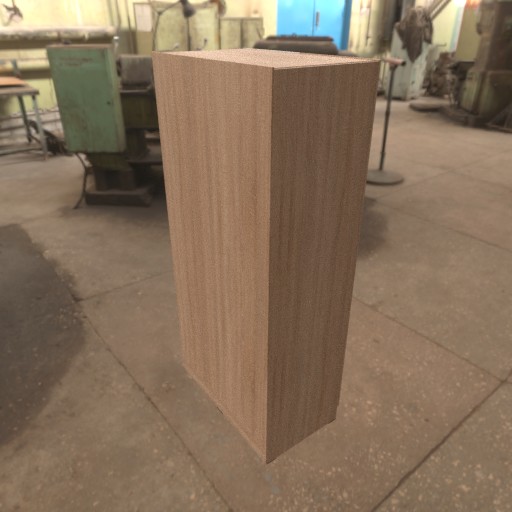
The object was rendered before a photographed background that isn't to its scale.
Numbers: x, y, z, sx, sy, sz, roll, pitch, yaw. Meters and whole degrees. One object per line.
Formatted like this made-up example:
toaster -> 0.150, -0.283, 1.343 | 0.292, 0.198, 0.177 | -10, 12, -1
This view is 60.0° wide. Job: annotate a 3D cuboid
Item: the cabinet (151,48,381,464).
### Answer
cabinet -> 0.000, 0.000, 2.561 | 0.590, 2.121, 1.001 | -19, 34, -31
